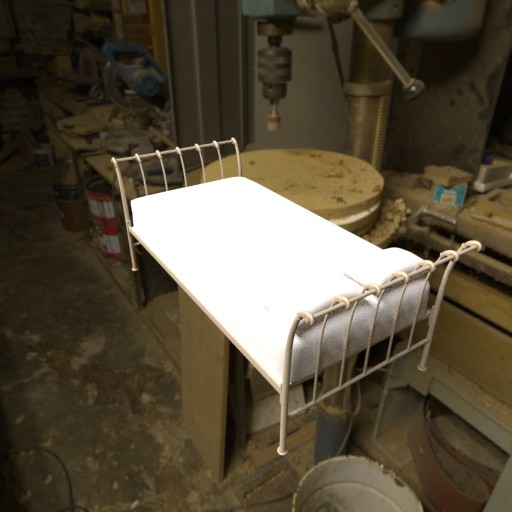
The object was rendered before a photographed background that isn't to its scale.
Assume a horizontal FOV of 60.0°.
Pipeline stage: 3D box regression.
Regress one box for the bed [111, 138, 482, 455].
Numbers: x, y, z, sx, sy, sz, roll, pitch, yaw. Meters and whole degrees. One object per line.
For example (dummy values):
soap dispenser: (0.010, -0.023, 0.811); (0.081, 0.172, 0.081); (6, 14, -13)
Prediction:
bed: (0.000, 0.000, 2.785); (1.032, 0.873, 2.228); (-18, 34, -29)
